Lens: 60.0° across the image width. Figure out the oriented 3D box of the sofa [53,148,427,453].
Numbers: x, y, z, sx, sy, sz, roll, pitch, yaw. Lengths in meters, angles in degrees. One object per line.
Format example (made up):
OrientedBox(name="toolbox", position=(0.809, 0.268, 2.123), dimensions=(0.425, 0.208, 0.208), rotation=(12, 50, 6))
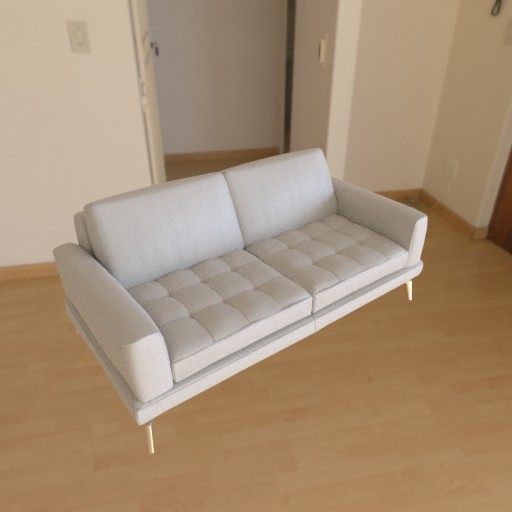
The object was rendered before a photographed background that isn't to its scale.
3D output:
OrientedBox(name="sofa", position=(0.000, 0.000, 2.802), dimensions=(2.177, 0.930, 1.121), rotation=(-21, 36, -31))
